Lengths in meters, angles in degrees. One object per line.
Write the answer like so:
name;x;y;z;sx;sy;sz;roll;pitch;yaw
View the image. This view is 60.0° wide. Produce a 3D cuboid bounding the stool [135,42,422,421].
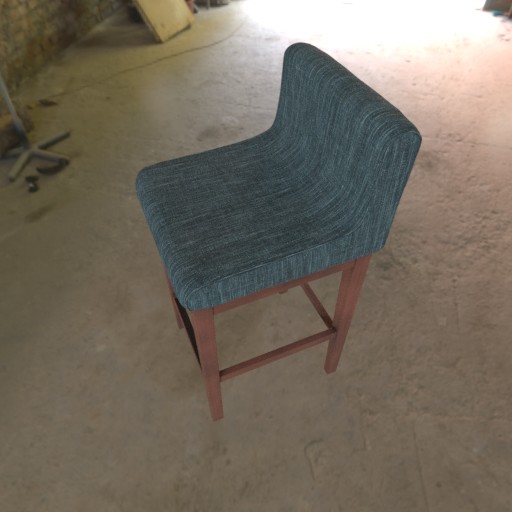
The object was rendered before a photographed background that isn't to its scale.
stool;0.000;0.000;1.089;0.459;0.835;0.395;-18;50;-16
